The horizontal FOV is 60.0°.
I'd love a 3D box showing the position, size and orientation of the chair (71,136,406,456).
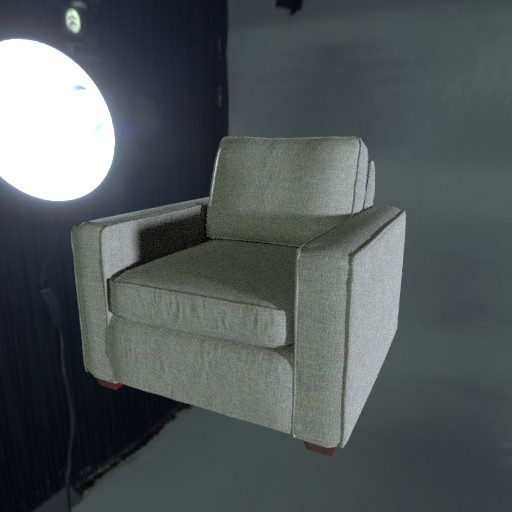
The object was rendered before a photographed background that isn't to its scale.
[{"bbox_3d":[0.000,0.000,1.734,1.016,0.914,0.940,7,16,25],"label":"chair"}]
